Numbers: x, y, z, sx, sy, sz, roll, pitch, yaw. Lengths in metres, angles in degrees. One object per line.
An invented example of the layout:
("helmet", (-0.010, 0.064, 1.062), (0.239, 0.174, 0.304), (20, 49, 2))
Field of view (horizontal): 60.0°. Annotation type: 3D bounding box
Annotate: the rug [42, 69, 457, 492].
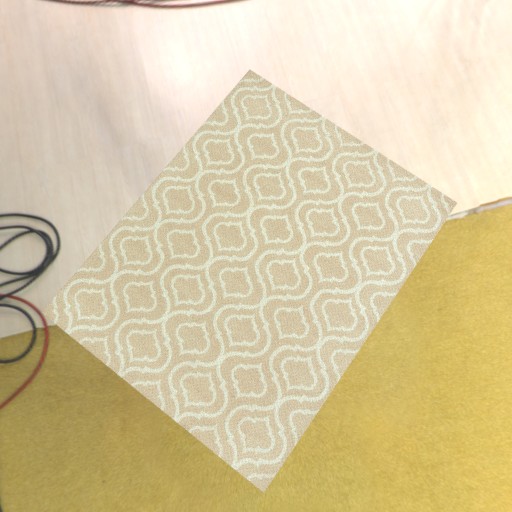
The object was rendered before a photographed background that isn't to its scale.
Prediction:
("rug", (0.000, 0.000, 3.794), (2.286, 0.013, 2.894), (36, 79, 8))
